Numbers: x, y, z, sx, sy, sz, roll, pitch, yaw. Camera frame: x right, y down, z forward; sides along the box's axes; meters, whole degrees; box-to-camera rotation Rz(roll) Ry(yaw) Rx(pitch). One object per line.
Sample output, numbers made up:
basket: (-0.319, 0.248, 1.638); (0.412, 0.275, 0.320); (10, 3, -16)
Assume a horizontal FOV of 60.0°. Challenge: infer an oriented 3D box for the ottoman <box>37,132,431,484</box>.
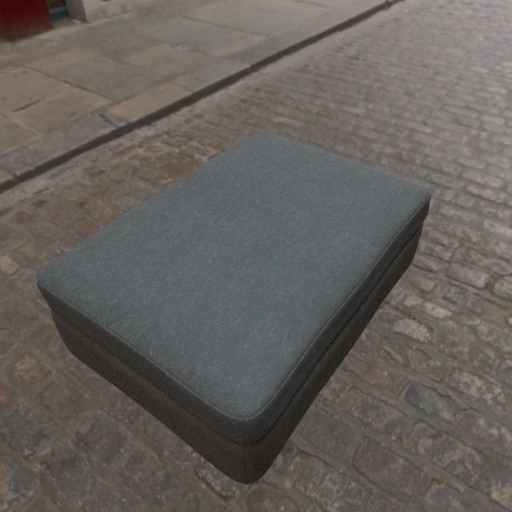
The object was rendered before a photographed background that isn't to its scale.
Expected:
ottoman: (0.000, 0.000, 1.579); (0.840, 0.429, 1.199); (26, 48, 26)
